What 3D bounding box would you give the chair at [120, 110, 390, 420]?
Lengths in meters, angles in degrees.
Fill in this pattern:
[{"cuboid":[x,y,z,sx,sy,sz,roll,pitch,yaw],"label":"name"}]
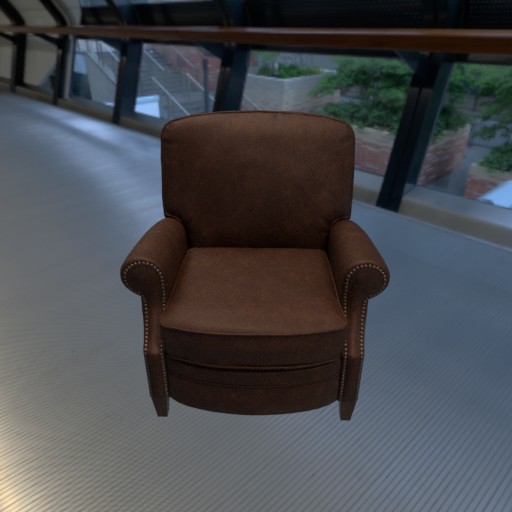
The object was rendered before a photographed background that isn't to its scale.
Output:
[{"cuboid":[0.000,0.000,1.793,0.936,1.018,0.986,1,29,1],"label":"chair"}]
